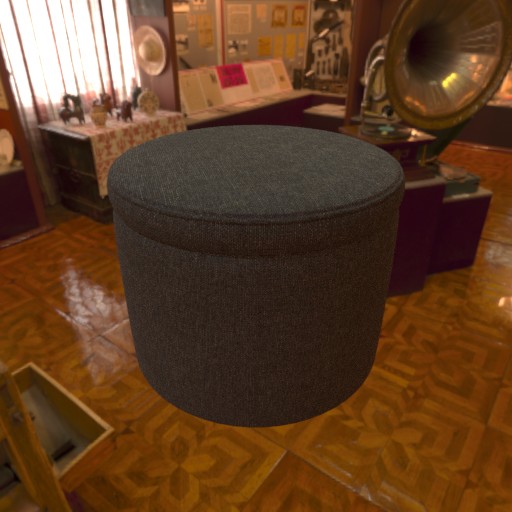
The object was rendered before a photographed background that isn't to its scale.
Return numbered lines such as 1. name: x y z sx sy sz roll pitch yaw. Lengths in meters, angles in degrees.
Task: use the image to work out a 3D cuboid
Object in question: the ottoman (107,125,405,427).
1. ottoman: 0.000 0.000 0.887 0.520 0.430 0.520 0 29 0
